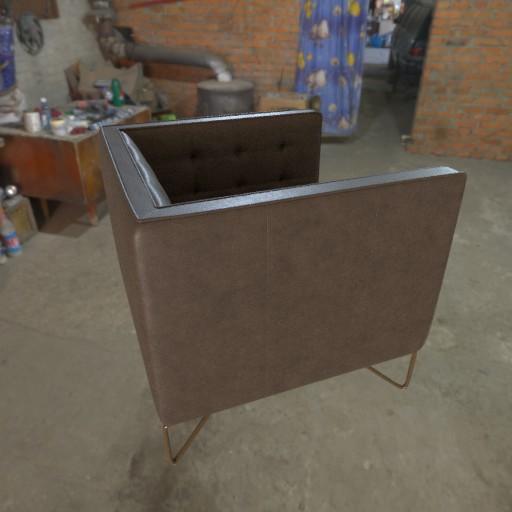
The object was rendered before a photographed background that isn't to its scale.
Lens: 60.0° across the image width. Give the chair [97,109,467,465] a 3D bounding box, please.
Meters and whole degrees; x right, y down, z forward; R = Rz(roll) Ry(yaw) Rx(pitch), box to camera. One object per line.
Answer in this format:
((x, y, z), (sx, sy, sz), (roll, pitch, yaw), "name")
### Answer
((0.000, 0.000, 1.547), (0.894, 0.790, 0.880), (-11, 32, -19), "chair")
